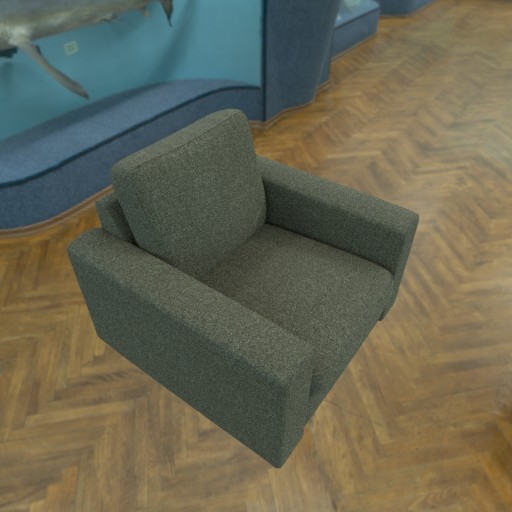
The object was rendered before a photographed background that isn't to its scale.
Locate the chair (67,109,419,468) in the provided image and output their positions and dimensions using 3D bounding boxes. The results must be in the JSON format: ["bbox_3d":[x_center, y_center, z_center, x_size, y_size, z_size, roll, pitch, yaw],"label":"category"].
[{"bbox_3d":[0.000,0.000,1.785,1.016,0.873,1.005,26,47,27],"label":"chair"}]
